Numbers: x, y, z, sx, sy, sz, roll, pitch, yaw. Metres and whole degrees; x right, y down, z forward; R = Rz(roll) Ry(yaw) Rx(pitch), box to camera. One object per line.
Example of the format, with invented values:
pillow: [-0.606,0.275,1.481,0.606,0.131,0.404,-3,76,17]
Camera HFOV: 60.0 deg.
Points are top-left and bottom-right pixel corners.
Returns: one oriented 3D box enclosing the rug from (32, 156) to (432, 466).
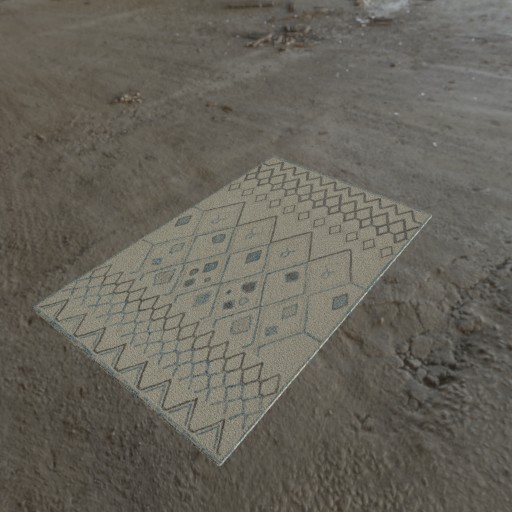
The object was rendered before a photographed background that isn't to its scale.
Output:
rug: [0.000,0.000,3.033,1.524,0.015,2.439,27,47,28]
